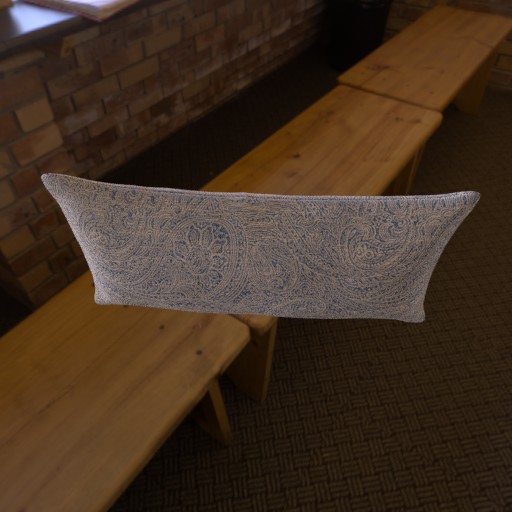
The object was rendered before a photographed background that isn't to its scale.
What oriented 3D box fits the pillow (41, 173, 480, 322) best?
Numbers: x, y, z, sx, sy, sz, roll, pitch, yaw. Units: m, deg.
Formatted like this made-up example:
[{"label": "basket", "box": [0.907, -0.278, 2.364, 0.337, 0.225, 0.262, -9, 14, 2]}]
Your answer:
[{"label": "pillow", "box": [0.000, 0.000, 0.724, 0.615, 0.295, 0.151, 3, 46, 3]}]
